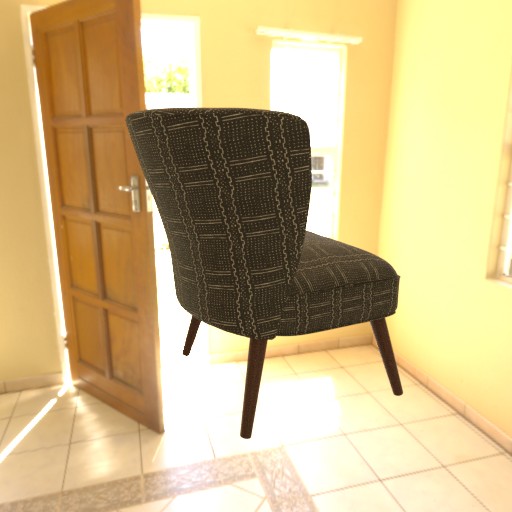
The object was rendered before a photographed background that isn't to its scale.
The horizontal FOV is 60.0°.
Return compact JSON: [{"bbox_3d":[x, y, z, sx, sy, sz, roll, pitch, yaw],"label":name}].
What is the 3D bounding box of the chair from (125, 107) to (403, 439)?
[{"bbox_3d":[0.000,0.000,1.426,0.758,0.866,0.710,-7,15,-25],"label":"chair"}]
